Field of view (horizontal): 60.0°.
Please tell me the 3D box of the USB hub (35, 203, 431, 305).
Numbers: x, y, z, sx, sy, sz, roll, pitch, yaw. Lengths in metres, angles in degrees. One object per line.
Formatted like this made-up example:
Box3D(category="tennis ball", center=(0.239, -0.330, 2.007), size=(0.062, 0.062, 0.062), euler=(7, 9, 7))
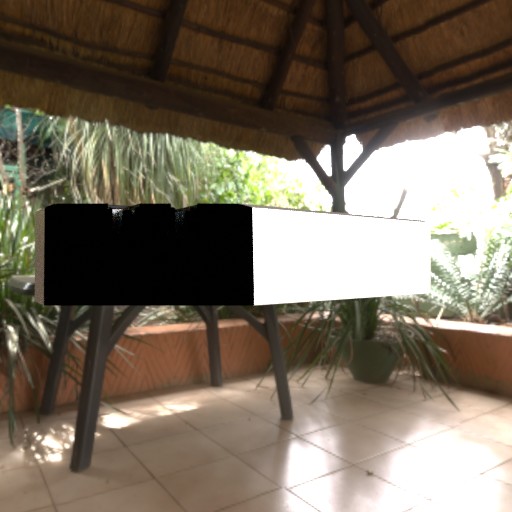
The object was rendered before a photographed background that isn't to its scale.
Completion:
Box3D(category="USB hub", center=(0.000, 0.000, 0.127), size=(0.110, 0.023, 0.044), euler=(1, -1, -35))
